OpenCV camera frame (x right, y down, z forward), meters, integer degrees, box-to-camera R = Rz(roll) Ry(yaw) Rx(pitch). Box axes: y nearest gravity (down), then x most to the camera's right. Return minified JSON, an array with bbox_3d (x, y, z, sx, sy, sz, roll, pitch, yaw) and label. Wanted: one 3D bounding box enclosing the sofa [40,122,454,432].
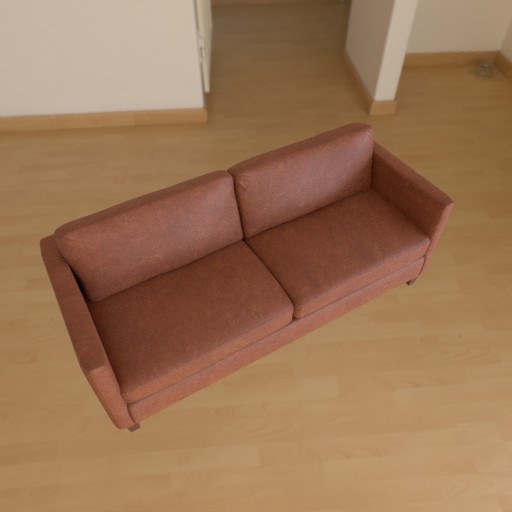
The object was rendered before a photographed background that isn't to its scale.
[{"bbox_3d":[0.000,0.000,2.697,2.204,0.932,0.950,-23,52,-20],"label":"sofa"}]
